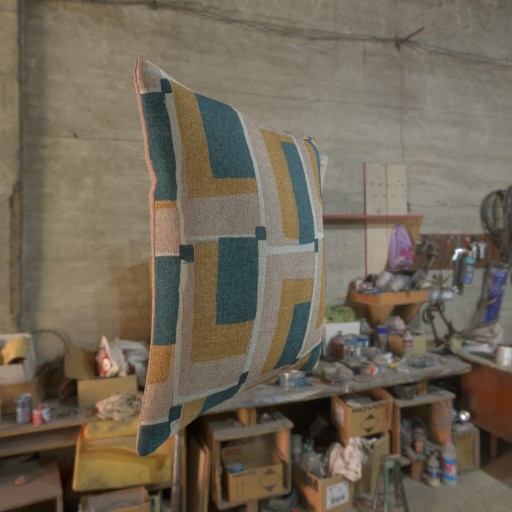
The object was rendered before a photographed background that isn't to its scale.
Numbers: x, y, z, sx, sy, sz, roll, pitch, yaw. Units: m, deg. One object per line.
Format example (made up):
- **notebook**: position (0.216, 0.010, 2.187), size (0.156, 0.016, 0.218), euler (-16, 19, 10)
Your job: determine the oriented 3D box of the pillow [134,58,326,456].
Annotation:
- **pillow**: position (0.000, 0.000, 0.720), size (0.158, 0.479, 0.478), euler (1, 1, 34)
